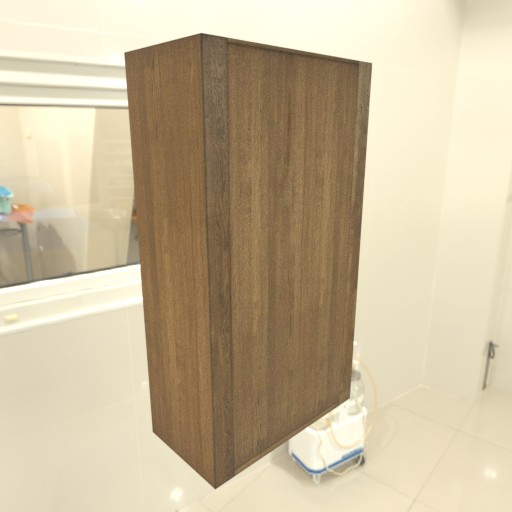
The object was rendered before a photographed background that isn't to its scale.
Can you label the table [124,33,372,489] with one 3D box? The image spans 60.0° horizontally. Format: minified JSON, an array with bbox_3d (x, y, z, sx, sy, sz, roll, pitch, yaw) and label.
[{"bbox_3d":[0.000,0.000,2.431,1.100,2.000,0.600,-14,21,-41],"label":"table"}]
